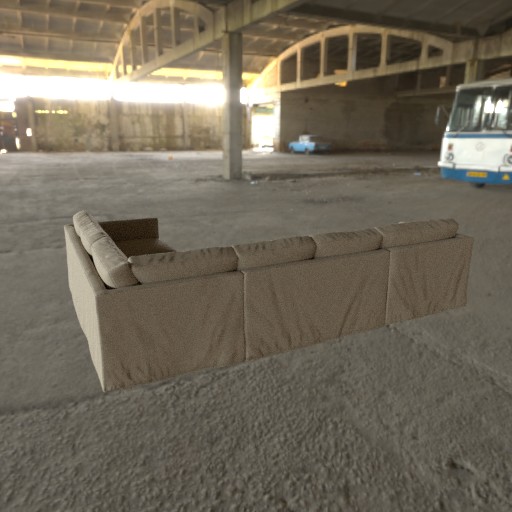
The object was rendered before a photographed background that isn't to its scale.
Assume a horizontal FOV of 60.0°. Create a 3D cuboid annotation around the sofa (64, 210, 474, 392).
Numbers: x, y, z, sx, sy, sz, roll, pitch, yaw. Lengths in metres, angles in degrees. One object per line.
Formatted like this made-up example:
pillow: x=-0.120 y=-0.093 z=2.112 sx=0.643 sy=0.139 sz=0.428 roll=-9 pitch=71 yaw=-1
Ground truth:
sofa: x=0.000 y=0.000 z=4.584 sx=3.528 sy=0.878 sz=2.476 roll=-8 pitch=17 yaw=-26
